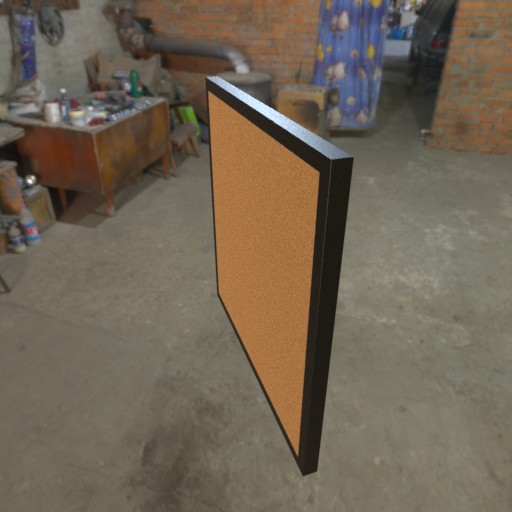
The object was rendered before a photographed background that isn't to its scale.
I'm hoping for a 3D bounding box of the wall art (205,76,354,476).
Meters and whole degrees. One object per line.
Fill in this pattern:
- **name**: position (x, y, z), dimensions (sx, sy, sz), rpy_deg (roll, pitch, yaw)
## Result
- **wall art**: position (0.000, 0.000, 1.156), dimensions (0.038, 0.765, 0.765), rpy_deg (-10, 32, -17)
